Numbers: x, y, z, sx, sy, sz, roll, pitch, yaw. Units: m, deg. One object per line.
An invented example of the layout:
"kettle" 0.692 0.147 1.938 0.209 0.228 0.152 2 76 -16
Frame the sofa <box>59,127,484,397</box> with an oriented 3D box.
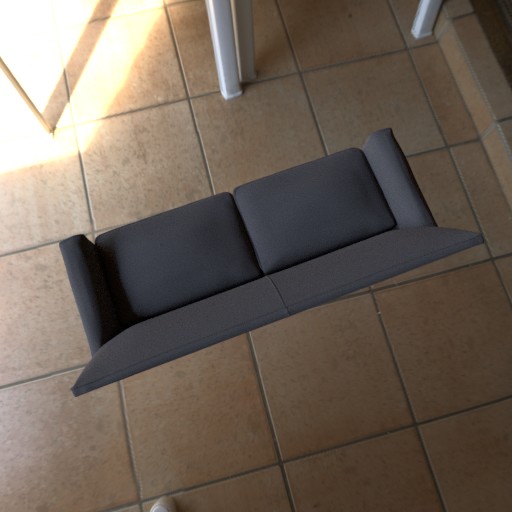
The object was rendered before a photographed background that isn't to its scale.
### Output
"sofa" 0.000 0.000 2.515 2.002 0.907 0.843 -20 77 -5
